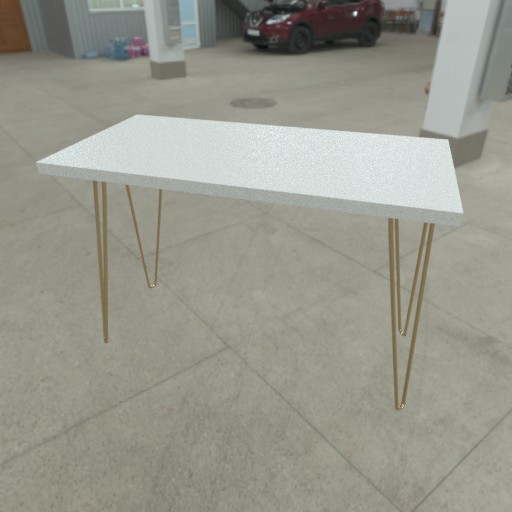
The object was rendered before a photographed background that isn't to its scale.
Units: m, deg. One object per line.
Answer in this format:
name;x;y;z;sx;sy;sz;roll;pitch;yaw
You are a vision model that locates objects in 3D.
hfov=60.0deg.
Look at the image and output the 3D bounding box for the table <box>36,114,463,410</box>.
table;0.000;0.000;1.351;0.991;0.660;0.498;9;33;14
